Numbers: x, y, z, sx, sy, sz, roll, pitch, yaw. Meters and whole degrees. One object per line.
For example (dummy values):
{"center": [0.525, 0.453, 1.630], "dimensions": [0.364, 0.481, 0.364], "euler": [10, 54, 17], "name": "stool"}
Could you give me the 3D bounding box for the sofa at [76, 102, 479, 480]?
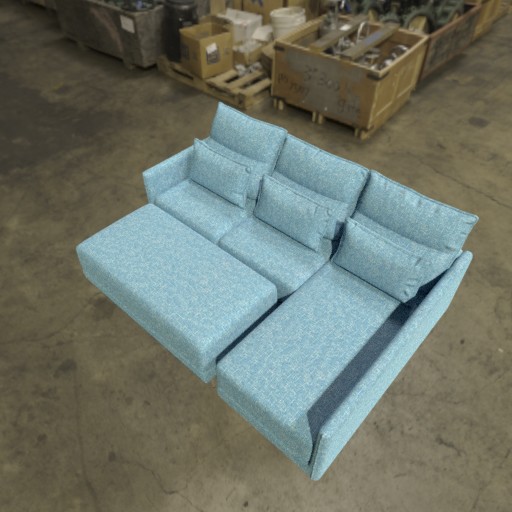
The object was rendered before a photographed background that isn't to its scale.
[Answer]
{"center": [0.000, 0.000, 2.716], "dimensions": [2.034, 0.899, 1.420], "euler": [33, 54, 28], "name": "sofa"}
